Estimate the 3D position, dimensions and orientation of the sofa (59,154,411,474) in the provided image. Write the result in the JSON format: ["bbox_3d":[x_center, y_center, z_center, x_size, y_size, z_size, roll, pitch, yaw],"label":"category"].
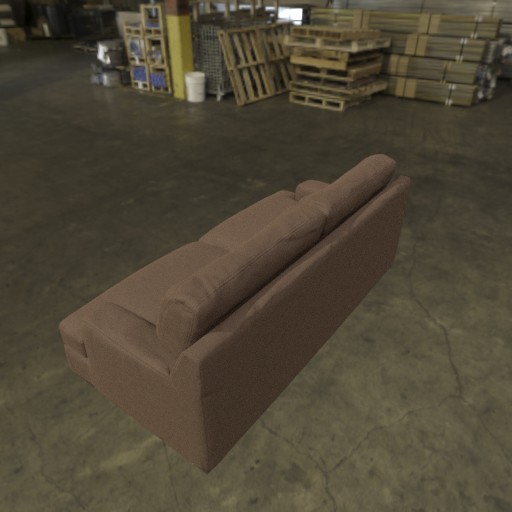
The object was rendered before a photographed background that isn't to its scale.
[{"bbox_3d":[0.000,0.000,2.870,1.140,0.950,2.274,22,38,30],"label":"sofa"}]
